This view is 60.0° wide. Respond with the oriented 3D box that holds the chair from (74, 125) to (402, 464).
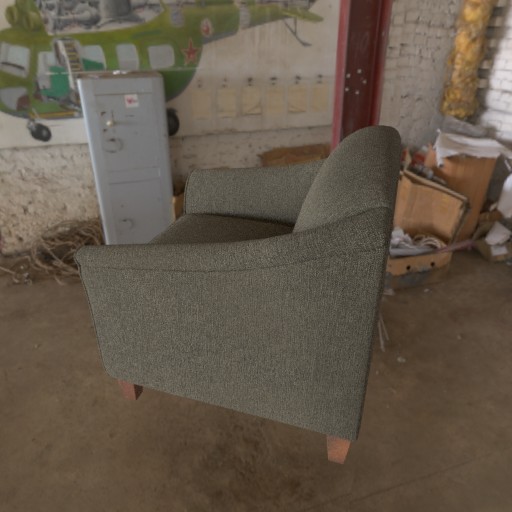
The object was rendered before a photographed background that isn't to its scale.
[{"bbox_3d":[0.000,0.000,1.413,0.787,0.839,0.763,9,30,15],"label":"chair"}]
